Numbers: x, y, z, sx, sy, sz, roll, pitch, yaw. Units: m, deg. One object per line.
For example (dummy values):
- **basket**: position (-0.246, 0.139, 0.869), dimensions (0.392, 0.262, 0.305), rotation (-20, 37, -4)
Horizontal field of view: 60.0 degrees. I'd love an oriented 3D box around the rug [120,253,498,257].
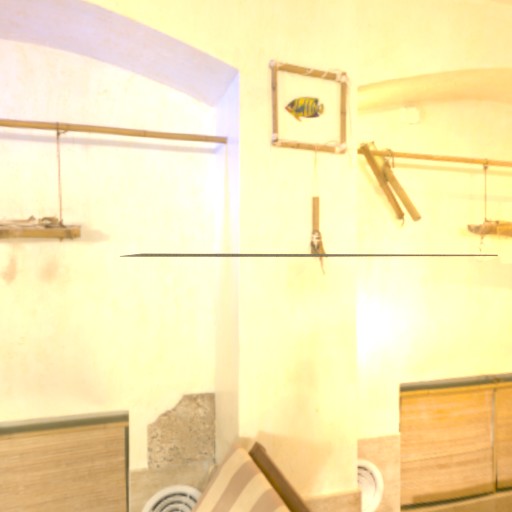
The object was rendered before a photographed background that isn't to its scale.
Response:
- **rug**: position (0.000, 0.000, 2.839), dimensions (1.600, 0.008, 2.235), rotation (0, 0, -19)
